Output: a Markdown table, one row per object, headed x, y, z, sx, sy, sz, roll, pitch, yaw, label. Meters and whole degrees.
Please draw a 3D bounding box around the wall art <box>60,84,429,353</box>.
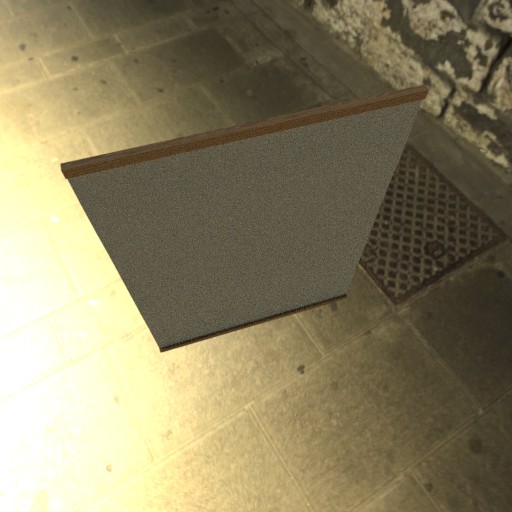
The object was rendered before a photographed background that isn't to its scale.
| x | y | z | sx | sy | sz | roll | pitch | yaw | label |
| --- | --- | --- | --- | --- | --- | --- | --- | --- | --- |
| 0.000 | 0.000 | 0.790 | 0.458 | 0.605 | 0.011 | -15 | 60 | -9 | wall art |
